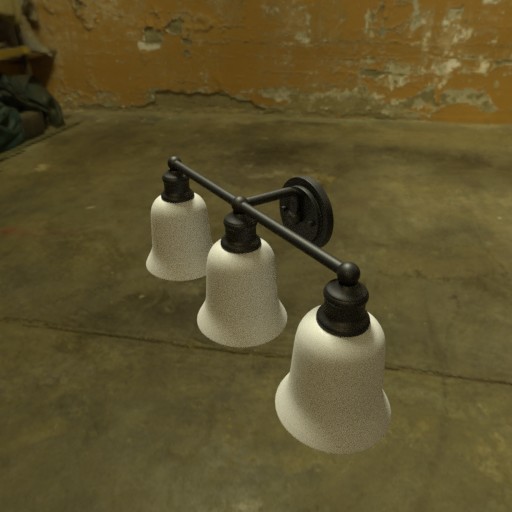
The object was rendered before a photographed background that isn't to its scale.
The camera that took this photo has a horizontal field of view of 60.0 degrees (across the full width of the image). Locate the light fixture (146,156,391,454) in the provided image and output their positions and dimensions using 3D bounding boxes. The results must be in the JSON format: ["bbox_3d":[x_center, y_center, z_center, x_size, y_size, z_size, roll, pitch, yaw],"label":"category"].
[{"bbox_3d":[0.000,0.000,0.674,0.198,0.211,0.570,-19,35,-29],"label":"light fixture"}]
